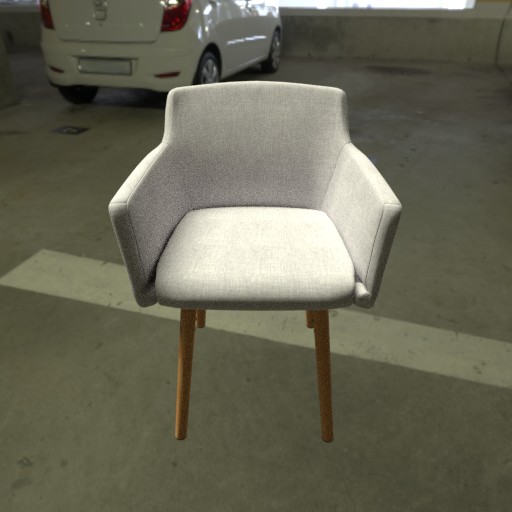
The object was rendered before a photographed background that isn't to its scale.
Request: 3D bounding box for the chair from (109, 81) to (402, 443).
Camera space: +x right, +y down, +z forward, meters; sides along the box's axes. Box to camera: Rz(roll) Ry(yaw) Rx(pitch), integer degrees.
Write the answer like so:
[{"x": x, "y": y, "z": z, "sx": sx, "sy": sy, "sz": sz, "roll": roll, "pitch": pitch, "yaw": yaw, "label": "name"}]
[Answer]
[{"x": 0.000, "y": 0.000, "z": 1.157, "sx": 0.570, "sy": 0.780, "sz": 0.540, "roll": 0, "pitch": 31, "yaw": 0, "label": "chair"}]
